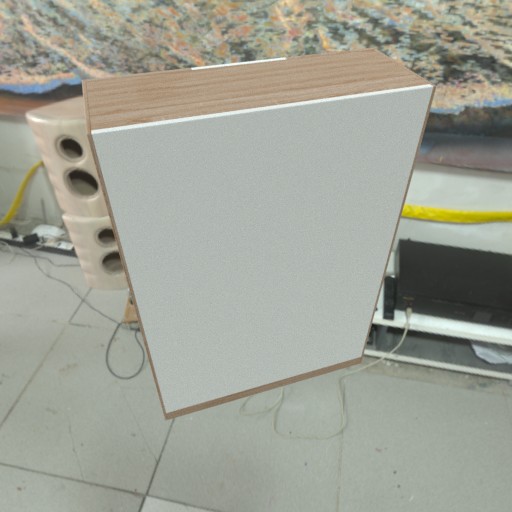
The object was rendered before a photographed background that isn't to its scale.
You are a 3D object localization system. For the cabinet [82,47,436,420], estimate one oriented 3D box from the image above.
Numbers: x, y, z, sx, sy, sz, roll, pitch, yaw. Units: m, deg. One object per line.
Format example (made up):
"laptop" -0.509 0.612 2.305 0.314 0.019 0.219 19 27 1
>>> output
"cabinet" 0.000 0.000 2.716 1.500 2.120 0.590 -12 43 -13
